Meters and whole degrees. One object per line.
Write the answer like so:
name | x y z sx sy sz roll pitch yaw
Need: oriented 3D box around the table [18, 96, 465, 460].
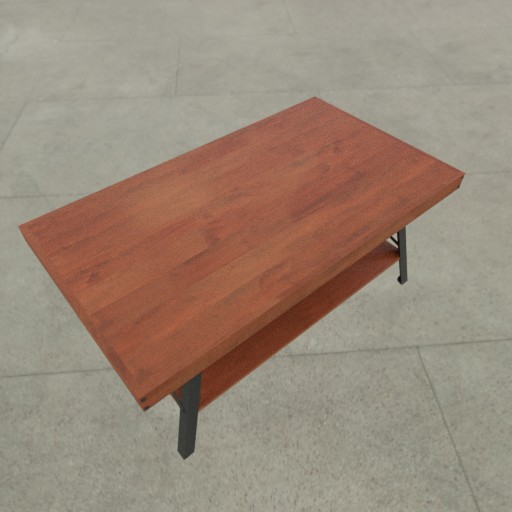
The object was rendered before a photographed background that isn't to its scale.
table | 0.000 0.000 1.365 1.067 0.457 0.610 -31 54 -26
